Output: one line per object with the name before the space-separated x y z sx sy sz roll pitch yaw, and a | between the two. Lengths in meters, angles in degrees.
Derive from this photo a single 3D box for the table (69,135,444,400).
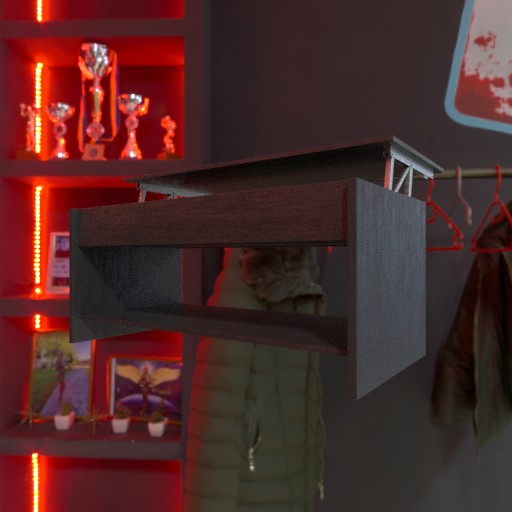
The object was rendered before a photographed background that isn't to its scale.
table | 0.000 0.000 1.451 1.000 0.570 0.712 0 0 36
